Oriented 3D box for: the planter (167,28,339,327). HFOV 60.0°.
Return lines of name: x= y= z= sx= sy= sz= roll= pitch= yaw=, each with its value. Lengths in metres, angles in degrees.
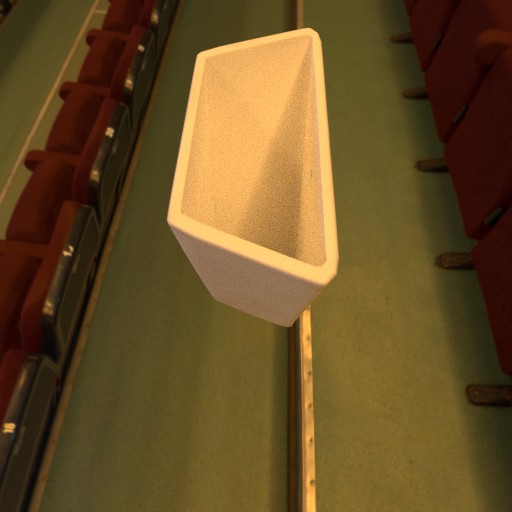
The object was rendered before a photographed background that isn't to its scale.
planter: x=0.000 y=0.000 z=0.266 sx=0.060 sy=0.197 sz=0.150 roll=2 pitch=57 yaw=1
